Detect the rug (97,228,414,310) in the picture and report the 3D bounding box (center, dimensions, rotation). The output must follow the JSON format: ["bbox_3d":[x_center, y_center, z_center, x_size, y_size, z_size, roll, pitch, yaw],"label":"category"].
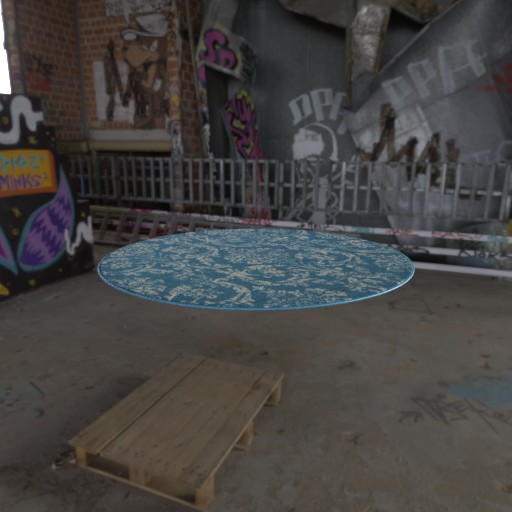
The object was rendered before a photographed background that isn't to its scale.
[{"bbox_3d":[0.000,0.000,2.357,1.593,0.012,1.593,0,14,0],"label":"rug"}]
